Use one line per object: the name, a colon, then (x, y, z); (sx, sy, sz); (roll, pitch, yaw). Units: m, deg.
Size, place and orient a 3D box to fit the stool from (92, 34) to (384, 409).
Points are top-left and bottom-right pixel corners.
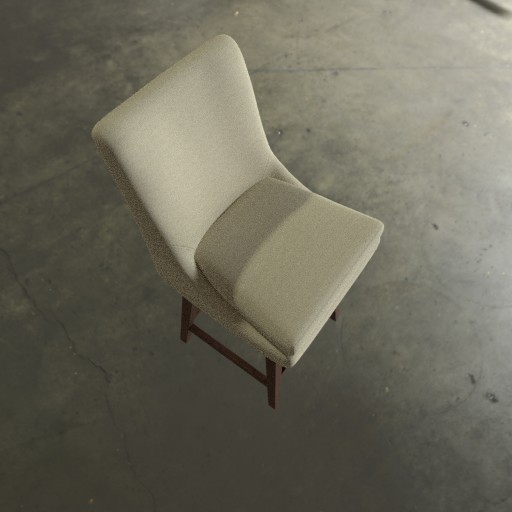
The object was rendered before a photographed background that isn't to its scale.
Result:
stool: (0.000, 0.000, 1.304); (0.559, 0.991, 0.483); (32, 63, 19)
